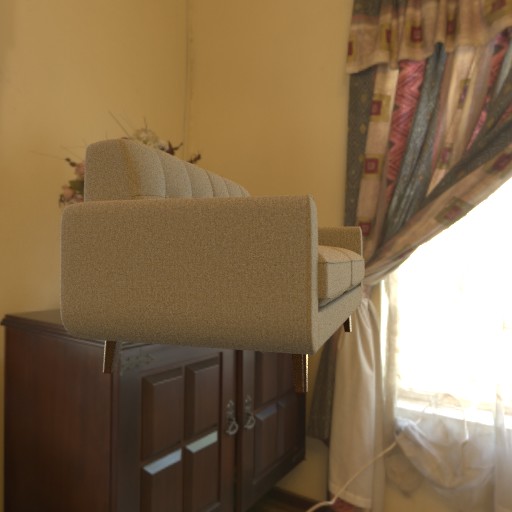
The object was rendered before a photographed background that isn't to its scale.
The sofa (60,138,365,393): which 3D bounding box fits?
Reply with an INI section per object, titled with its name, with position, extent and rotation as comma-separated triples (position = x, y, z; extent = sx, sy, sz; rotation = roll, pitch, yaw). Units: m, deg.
[sofa]
position = 0.000, 0.000, 2.227
extent = 0.952, 0.925, 1.651
rotation = 0, 0, 19
